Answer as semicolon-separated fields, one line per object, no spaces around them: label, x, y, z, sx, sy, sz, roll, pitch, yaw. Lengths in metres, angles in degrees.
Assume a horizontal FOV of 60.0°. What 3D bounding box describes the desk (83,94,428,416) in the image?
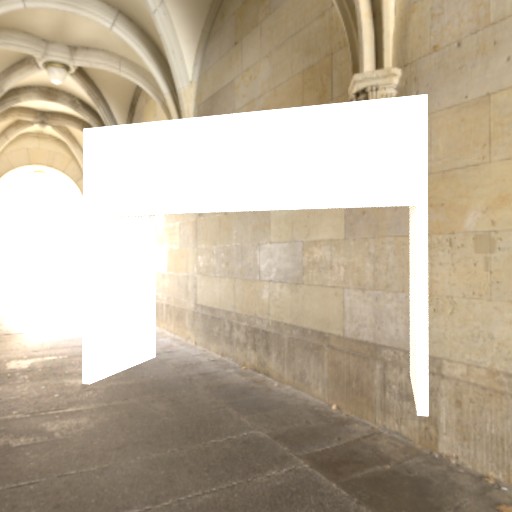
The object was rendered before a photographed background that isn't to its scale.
desk;0.000;0.000;1.423;1.000;0.790;0.400;0;-1;17
